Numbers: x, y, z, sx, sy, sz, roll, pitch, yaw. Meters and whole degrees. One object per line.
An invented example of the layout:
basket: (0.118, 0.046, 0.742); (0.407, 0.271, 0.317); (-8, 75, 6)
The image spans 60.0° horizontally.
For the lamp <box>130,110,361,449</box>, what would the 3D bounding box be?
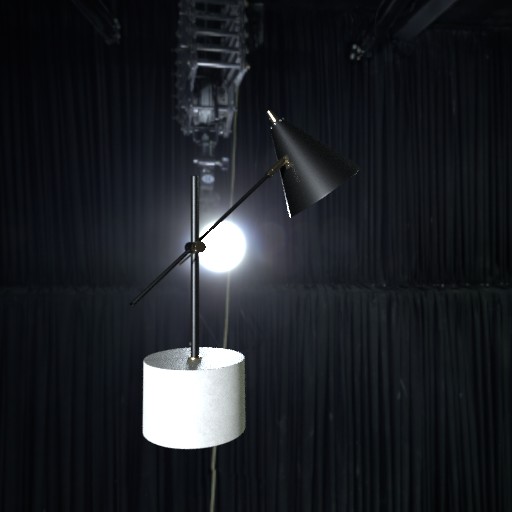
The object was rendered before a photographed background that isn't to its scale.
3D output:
lamp: (0.000, 0.000, 0.731); (0.403, 0.518, 0.214); (0, 0, -17)
